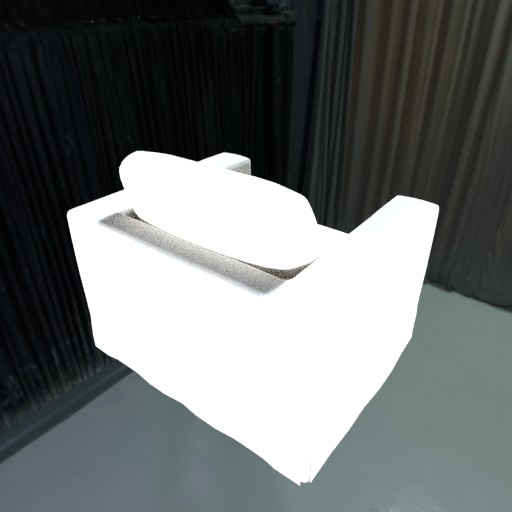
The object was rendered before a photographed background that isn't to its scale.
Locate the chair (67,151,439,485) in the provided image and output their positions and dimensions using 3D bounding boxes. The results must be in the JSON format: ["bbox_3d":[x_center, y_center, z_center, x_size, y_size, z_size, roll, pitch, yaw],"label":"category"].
[{"bbox_3d":[0.000,0.000,1.807,1.150,0.878,0.957,21,37,32],"label":"chair"}]
